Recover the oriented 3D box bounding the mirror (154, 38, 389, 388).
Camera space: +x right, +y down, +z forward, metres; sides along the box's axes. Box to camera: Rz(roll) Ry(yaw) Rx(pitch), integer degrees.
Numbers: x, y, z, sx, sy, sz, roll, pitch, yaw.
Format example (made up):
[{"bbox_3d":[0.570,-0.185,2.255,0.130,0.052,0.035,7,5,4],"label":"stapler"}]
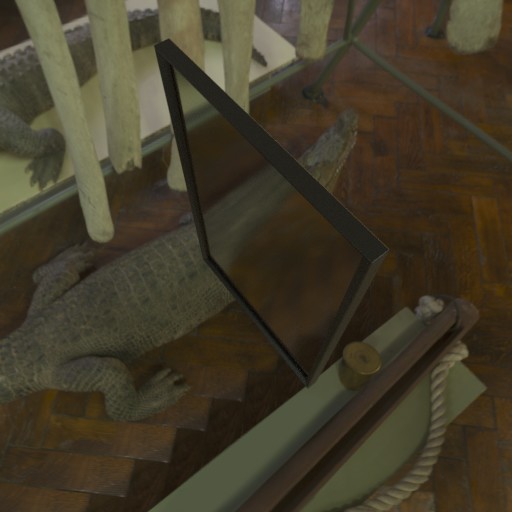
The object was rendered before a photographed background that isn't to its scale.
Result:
[{"bbox_3d":[0.000,0.000,1.173,0.041,0.915,0.609,-34,67,-17],"label":"mirror"}]
